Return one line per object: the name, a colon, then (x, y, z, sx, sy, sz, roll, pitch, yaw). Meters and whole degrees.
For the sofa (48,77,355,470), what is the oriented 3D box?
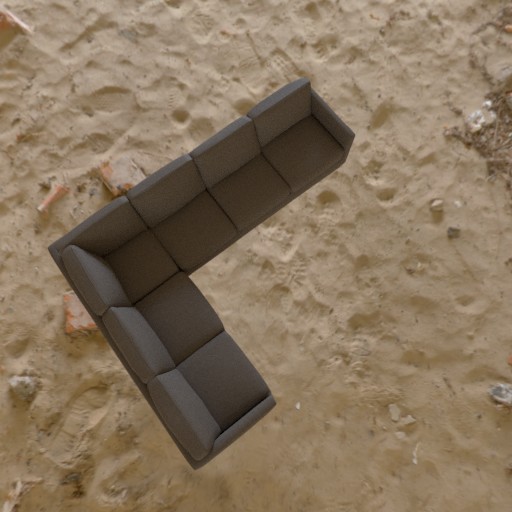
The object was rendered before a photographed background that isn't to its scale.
sofa: (0.000, 0.000, 4.595, 3.302, 0.947, 2.593, -36, 77, -10)
